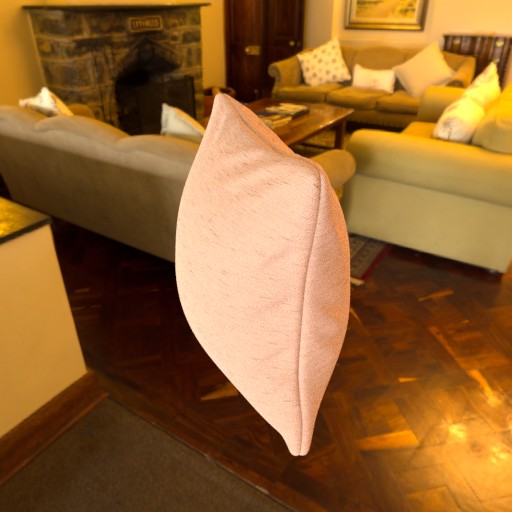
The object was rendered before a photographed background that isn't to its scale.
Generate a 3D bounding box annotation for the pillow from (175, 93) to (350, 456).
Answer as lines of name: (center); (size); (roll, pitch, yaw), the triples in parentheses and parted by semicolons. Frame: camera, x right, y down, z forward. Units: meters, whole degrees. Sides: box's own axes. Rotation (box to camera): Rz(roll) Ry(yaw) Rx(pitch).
pillow: (0.000, 0.000, 0.687); (0.246, 0.415, 0.432); (-8, 31, -14)
